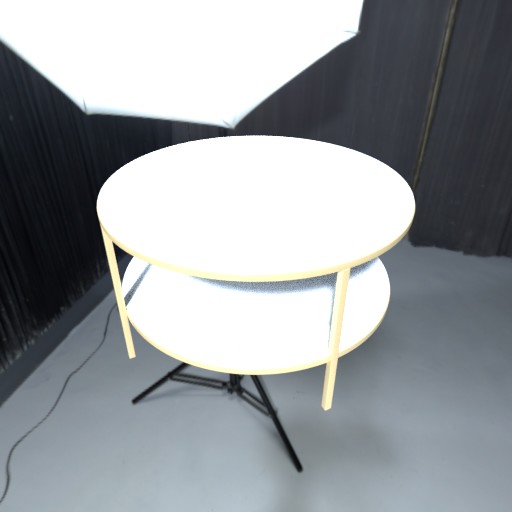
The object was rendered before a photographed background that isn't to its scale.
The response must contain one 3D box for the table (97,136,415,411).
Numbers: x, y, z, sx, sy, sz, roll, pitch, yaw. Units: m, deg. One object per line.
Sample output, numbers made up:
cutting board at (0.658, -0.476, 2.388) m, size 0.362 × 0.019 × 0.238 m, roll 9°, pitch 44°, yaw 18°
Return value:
table at (0.000, 0.000, 1.281) m, size 0.800 × 0.450 × 0.800 m, roll 0°, pitch 33°, yaw 0°
